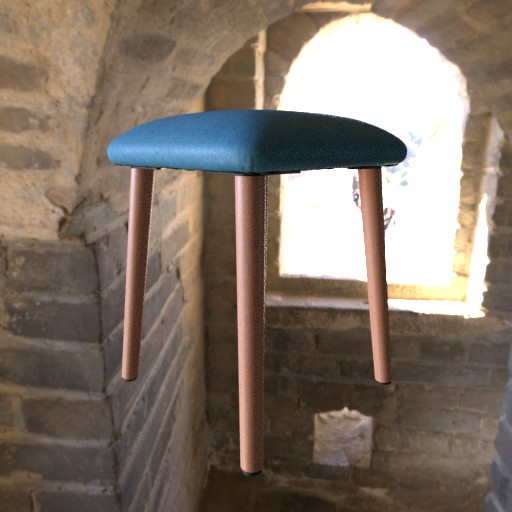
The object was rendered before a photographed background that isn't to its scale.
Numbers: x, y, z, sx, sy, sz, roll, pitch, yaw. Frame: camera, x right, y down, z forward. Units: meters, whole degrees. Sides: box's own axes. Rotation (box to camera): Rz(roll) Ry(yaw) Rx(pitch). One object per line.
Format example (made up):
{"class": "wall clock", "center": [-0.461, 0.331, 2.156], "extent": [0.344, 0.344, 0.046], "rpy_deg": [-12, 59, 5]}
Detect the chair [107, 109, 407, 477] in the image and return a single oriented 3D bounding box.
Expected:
{"class": "chair", "center": [0.000, 0.000, 0.729], "extent": [0.360, 0.450, 0.360], "rpy_deg": [-13, 19, -42]}
